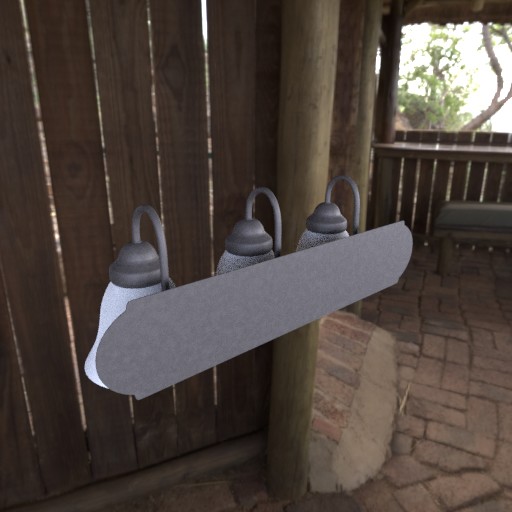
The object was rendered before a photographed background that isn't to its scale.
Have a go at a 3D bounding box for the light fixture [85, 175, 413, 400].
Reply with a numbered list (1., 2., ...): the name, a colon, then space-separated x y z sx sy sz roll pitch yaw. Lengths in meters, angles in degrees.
1. light fixture: 0.000 0.000 0.701 0.610 0.222 0.199 -16 24 -39
